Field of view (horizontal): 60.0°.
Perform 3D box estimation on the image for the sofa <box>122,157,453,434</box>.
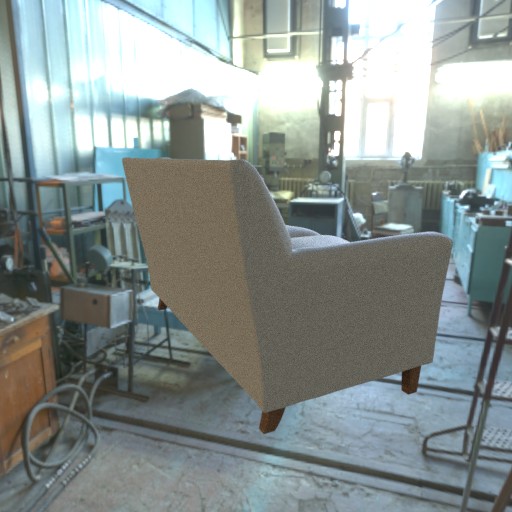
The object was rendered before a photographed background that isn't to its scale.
[{"bbox_3d":[0.000,0.000,2.042,0.888,0.890,1.482,-6,14,-26],"label":"sofa"}]
